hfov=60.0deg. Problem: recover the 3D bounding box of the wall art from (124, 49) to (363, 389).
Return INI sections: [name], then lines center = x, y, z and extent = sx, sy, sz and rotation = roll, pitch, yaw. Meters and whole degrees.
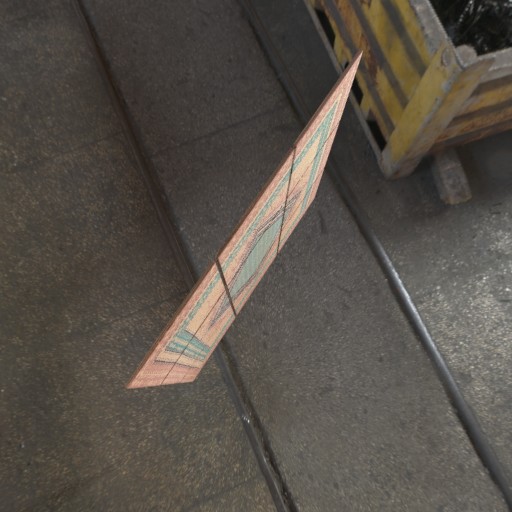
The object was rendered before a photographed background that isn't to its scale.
[wall art]
center = 0.000, 0.000, 2.319
extent = 0.014, 1.525, 1.527
rotation = 32, 77, 8
